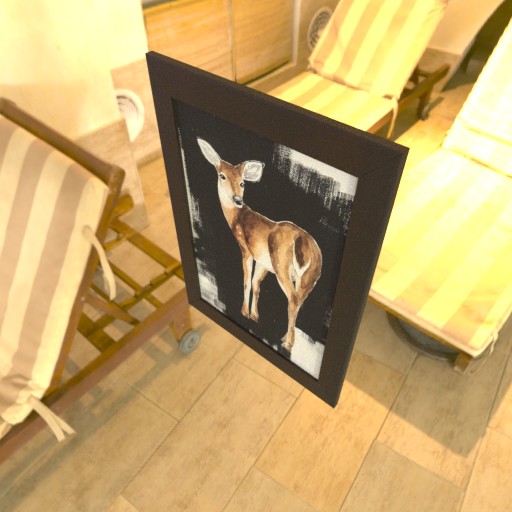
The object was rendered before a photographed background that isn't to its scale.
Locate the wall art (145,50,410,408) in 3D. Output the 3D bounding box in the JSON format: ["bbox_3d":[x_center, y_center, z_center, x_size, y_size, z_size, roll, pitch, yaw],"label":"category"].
[{"bbox_3d":[0.000,0.000,0.665,0.359,0.508,0.013,31,53,27],"label":"wall art"}]
